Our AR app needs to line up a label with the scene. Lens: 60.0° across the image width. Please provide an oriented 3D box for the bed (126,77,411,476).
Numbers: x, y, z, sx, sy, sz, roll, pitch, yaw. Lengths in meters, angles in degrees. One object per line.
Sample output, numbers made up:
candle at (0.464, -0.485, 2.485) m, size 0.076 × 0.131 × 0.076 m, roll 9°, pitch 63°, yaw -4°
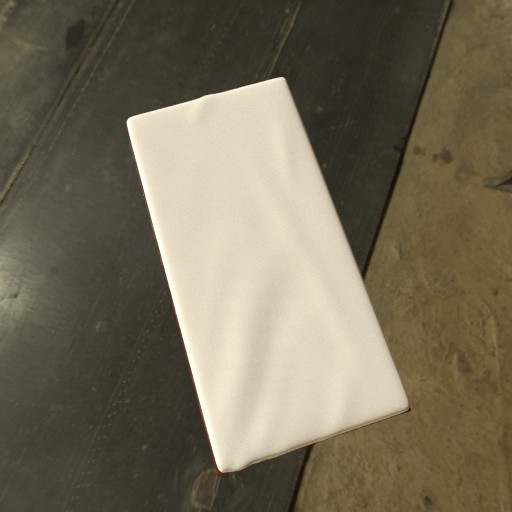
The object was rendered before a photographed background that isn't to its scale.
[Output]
bed at (0.000, 0.000, 2.264) m, size 0.940 × 0.312 × 1.860 m, roll -17°, pitch 75°, yaw -5°
